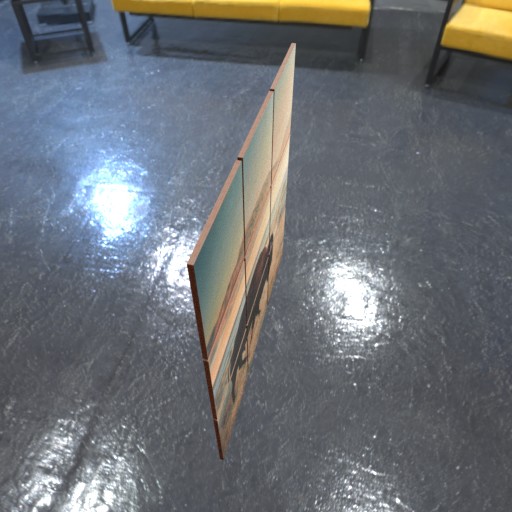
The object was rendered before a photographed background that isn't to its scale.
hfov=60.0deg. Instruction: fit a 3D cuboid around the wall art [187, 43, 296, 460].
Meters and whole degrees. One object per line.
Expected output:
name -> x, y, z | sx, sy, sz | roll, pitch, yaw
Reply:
wall art -> 0.000, 0.000, 1.341 | 0.018, 0.904, 0.906 | 10, 48, 9
